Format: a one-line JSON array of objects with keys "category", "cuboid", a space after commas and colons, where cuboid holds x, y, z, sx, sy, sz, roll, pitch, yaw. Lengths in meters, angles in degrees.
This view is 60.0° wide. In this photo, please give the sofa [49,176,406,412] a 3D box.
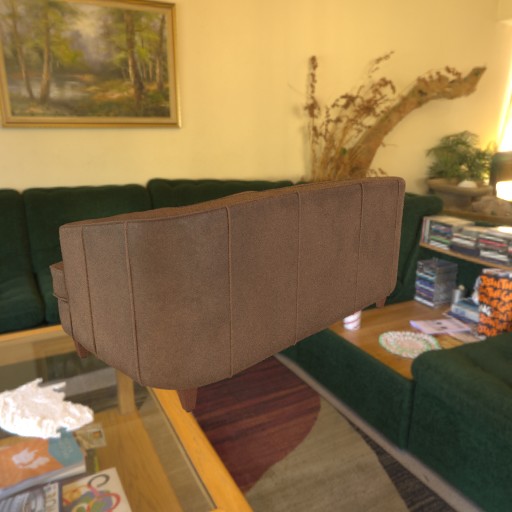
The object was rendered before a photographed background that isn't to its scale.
[{"category": "sofa", "cuboid": [0.000, 0.000, 2.274, 0.917, 0.799, 1.767, 15, 22, 42]}]
